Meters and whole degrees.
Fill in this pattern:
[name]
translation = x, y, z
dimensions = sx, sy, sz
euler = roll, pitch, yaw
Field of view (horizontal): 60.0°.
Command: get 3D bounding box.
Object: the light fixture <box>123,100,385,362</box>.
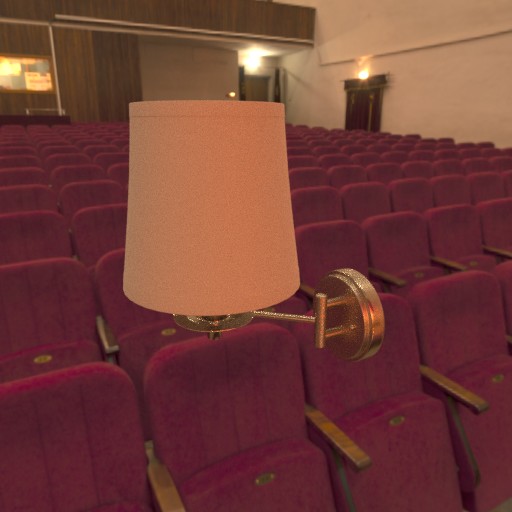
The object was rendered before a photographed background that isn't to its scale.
[light fixture]
translation = 0.000, 0.000, 0.592
dimensions = 0.348, 0.381, 0.223
euler = -8, 18, -26
